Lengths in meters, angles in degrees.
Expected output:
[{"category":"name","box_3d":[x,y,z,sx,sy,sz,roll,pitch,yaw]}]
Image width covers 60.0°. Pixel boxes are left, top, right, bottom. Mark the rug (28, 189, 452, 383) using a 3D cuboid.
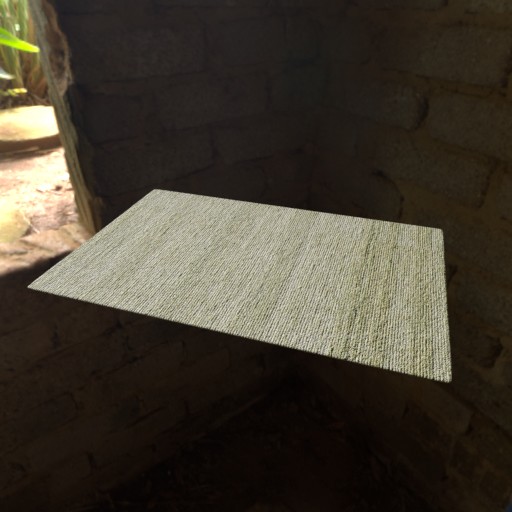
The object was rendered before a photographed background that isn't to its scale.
[{"category":"rug","box_3d":[0.000,0.000,2.174,1.758,0.010,1.143,10,33,15]}]
